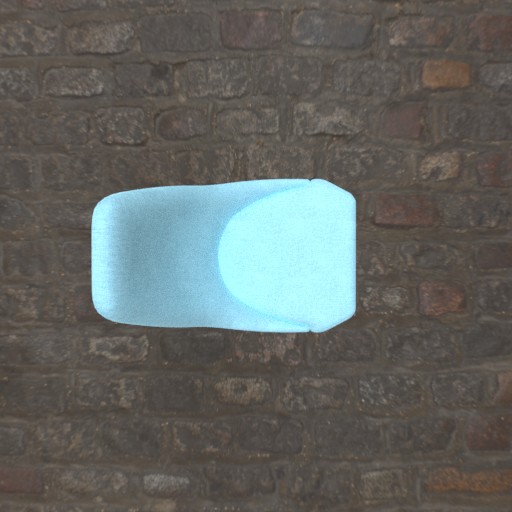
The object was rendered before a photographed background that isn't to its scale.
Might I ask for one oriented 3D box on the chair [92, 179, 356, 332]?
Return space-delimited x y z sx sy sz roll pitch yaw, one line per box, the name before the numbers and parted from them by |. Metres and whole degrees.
chair | 0.000 0.000 1.400 0.660 1.040 0.510 0 91 0
